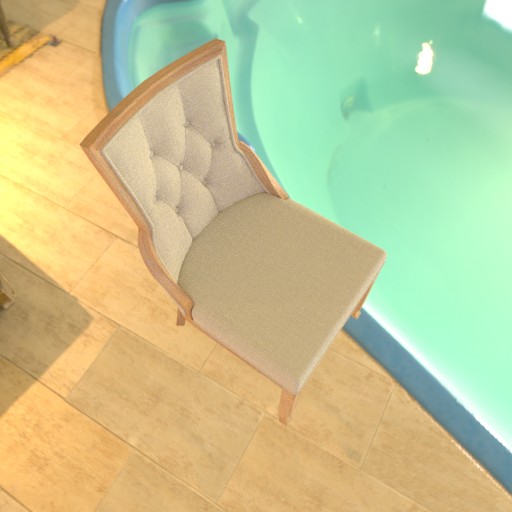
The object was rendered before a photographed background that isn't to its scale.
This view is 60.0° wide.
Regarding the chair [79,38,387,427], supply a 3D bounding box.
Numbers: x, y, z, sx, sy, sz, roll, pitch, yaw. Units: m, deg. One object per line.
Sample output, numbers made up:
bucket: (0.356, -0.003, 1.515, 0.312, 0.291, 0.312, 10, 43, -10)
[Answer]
chair: (0.000, 0.000, 1.328, 0.641, 0.947, 0.524, 32, 64, 18)
